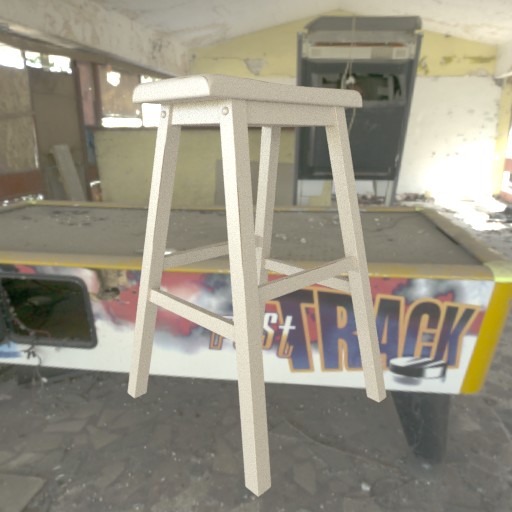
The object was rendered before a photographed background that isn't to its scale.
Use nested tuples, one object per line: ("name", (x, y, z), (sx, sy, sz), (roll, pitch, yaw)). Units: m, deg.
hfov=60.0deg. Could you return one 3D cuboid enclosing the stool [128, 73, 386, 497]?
("stool", (0.000, 0.000, 1.033), (0.457, 0.737, 0.476), (-15, 21, -43))
